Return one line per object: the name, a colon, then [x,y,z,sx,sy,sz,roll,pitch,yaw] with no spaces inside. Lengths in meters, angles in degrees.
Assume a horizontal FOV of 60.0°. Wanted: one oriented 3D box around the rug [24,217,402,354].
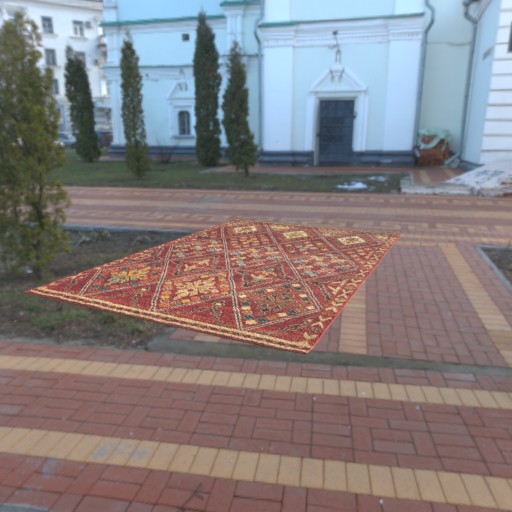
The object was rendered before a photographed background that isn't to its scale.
rug: [0.000,0.000,2.918,1.521,0.026,2.286,7,17,25]
